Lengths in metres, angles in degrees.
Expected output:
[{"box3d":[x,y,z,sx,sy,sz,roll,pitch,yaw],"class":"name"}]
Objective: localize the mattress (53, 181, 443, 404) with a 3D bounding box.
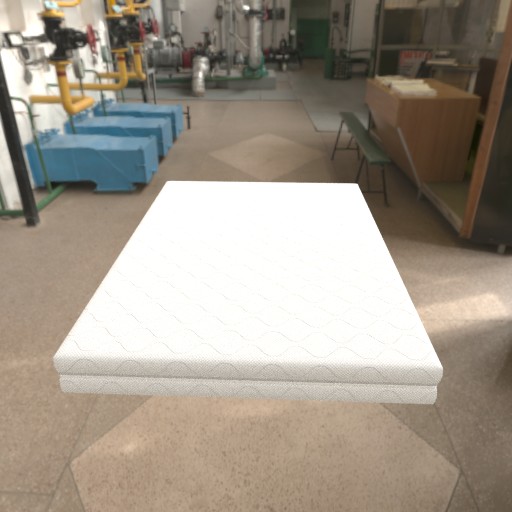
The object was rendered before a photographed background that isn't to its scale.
[{"box3d":[0.000,0.000,2.444,1.400,0.200,1.900,1,29,2],"class":"mattress"}]
